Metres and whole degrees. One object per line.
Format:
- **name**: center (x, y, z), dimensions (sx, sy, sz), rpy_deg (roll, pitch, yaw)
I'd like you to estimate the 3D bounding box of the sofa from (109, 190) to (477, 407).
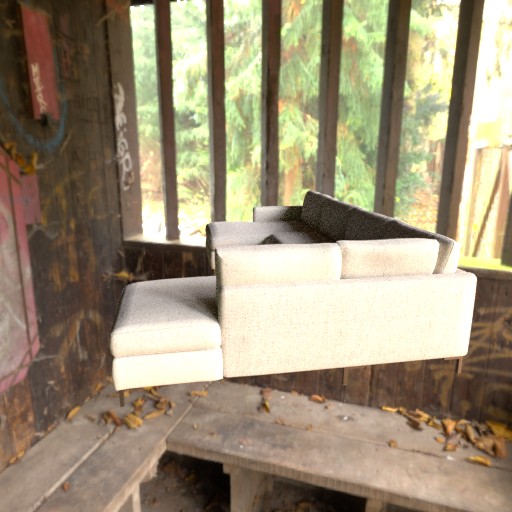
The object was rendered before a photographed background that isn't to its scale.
- **sofa**: center (0.000, 0.000, 3.462), dimensions (1.879, 0.756, 2.737), rpy_deg (-3, 15, -10)
